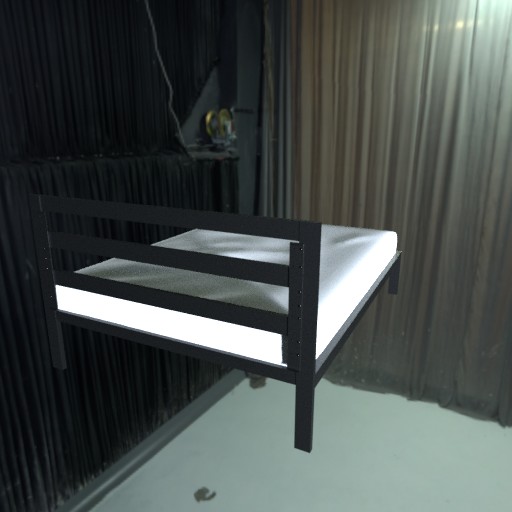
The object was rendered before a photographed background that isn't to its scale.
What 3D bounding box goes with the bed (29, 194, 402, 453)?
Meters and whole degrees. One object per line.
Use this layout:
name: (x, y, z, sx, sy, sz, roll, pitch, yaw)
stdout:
bed: (0.000, 0.000, 2.894, 1.524, 0.967, 2.062, 8, 18, 26)
